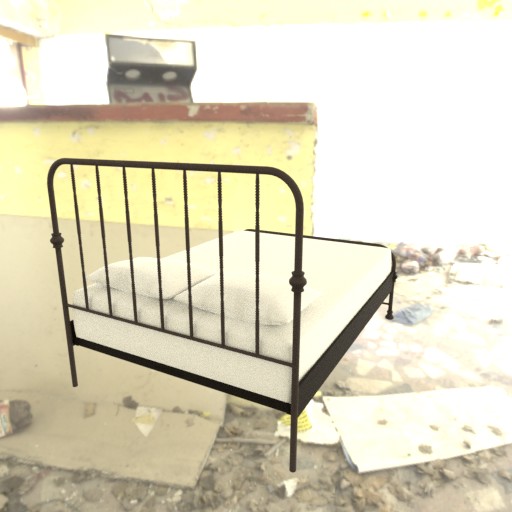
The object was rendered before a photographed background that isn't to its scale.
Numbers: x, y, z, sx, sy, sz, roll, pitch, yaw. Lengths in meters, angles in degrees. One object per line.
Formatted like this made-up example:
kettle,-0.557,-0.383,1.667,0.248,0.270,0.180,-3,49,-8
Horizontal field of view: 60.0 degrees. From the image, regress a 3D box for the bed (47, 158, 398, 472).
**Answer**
bed,0.000,0.000,3.184,1.616,1.446,2.134,8,18,28
